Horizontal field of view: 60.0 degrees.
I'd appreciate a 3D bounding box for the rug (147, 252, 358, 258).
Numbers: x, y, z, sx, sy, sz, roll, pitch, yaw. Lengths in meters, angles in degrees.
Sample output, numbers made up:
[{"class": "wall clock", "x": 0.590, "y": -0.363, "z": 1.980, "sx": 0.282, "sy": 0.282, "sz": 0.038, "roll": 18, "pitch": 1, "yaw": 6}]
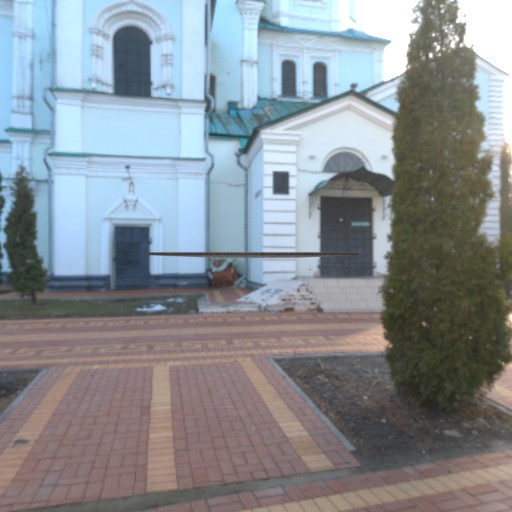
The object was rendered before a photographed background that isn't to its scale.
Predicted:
[{"class": "rug", "x": 0.000, "y": 0.000, "z": 2.645, "sx": 0.685, "sy": 0.013, "sz": 2.437, "roll": 0, "pitch": 0, "yaw": 1}]
